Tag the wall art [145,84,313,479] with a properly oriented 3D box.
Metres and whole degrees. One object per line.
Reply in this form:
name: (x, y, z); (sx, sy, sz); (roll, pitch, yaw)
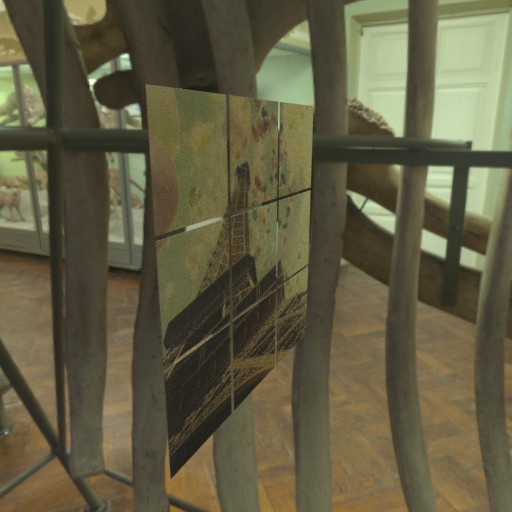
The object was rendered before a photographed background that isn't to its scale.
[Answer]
wall art: (0.000, 0.000, 2.246); (0.002, 1.505, 1.517); (8, 18, 26)
